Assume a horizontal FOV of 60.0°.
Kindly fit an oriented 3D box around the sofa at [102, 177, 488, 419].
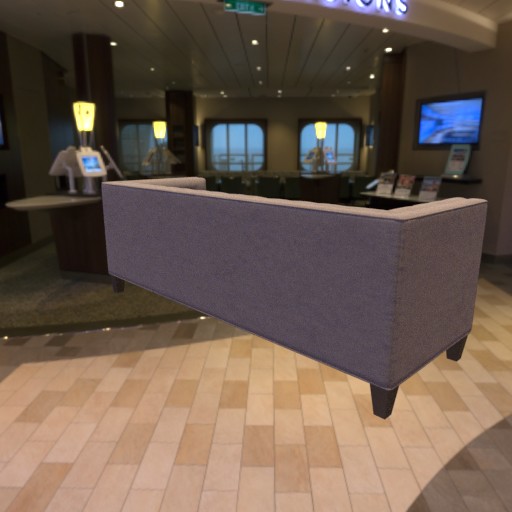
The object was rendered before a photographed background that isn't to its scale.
[{"bbox_3d":[0.000,0.000,2.532,0.775,0.762,2.159,-13,19,-43],"label":"sofa"}]
